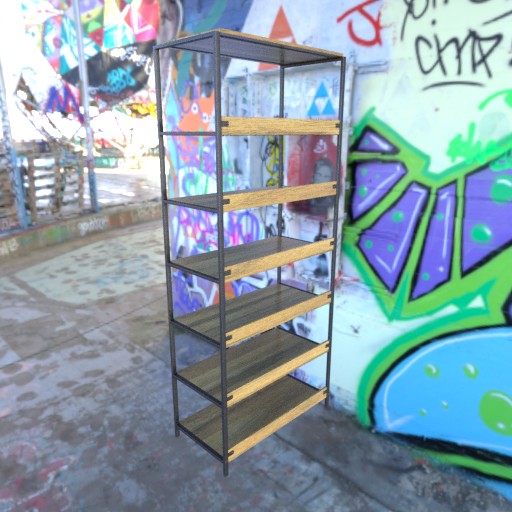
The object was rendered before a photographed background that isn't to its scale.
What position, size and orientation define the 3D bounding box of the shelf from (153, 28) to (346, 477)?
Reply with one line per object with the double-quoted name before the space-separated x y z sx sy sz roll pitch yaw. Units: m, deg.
"shelf" 0.000 0.000 2.347 0.847 2.015 0.431 -15 21 -43
